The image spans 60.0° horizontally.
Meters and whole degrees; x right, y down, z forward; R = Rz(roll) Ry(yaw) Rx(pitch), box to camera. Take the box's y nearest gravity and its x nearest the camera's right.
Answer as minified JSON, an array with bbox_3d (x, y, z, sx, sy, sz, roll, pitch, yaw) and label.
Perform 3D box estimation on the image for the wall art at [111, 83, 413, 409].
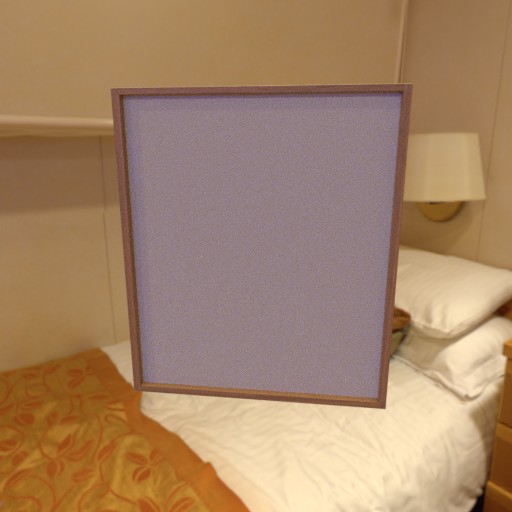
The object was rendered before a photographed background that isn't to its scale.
[{"bbox_3d":[0.000,0.000,0.987,0.609,0.710,0.021,2,15,7],"label":"wall art"}]
